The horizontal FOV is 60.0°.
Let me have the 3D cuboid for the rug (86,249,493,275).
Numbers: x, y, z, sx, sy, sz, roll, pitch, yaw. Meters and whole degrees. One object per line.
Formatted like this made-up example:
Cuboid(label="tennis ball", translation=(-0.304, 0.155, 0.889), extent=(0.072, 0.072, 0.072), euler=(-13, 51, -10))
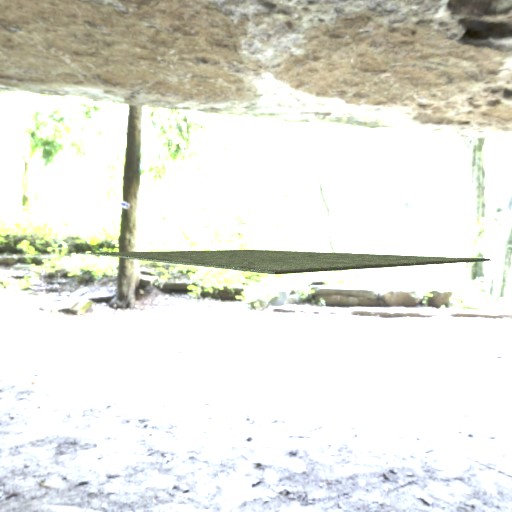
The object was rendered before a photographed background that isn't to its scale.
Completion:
Cuboid(label="rug", translation=(0.000, 0.000, 2.295), extent=(1.206, 0.012, 1.824), euler=(-2, 3, -36))
